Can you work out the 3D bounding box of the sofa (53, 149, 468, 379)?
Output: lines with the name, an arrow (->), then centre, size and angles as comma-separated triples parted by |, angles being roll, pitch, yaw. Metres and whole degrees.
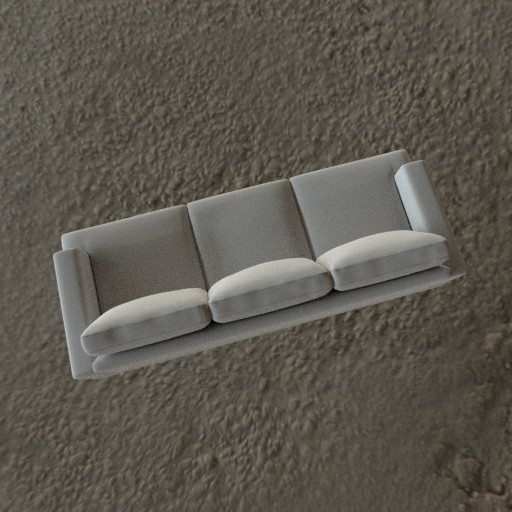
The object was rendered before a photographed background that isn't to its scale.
sofa -> 0.000, 0.000, 2.737 | 2.310, 0.810, 0.920 | -15, 76, -4
